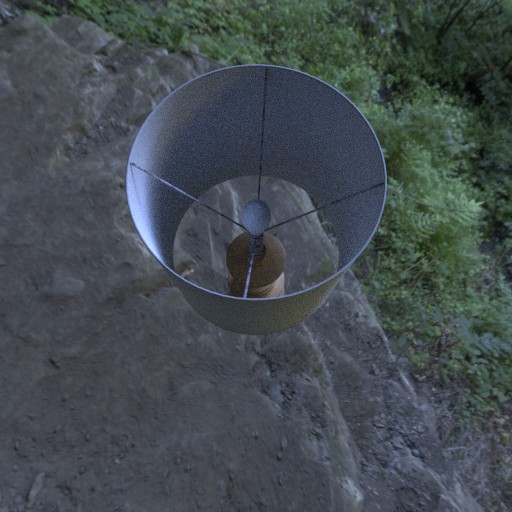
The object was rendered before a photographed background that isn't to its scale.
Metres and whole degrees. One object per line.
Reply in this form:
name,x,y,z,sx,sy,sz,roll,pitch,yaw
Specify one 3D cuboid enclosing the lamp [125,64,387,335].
lamp,0.000,0.000,0.572,0.208,0.455,0.208,-14,73,-4
